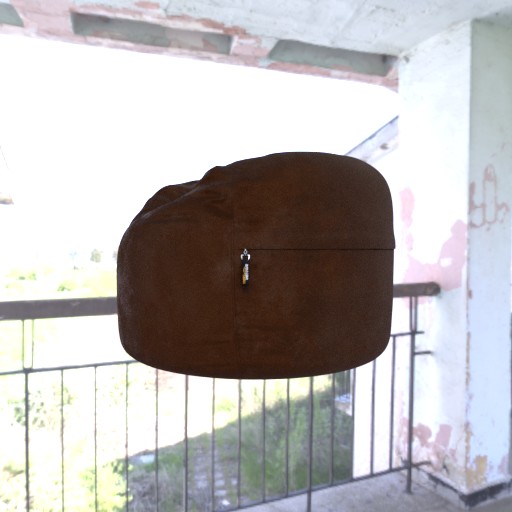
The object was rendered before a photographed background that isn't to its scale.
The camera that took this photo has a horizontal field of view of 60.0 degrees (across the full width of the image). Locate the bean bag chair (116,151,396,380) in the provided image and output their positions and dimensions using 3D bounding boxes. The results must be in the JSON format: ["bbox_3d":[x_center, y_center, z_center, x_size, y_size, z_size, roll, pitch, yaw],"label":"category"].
[{"bbox_3d":[0.000,0.000,1.520,0.918,0.616,0.918,0,1,0],"label":"bean bag chair"}]
